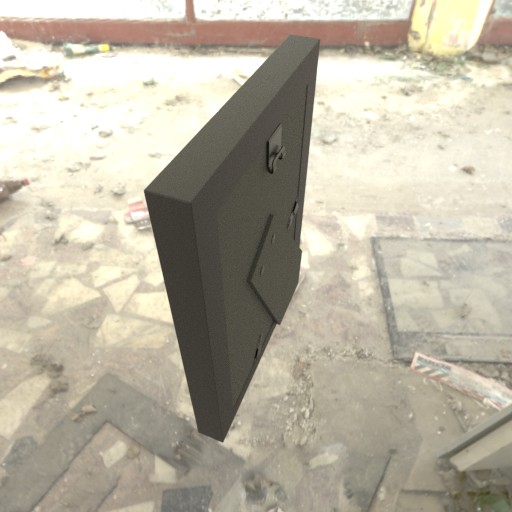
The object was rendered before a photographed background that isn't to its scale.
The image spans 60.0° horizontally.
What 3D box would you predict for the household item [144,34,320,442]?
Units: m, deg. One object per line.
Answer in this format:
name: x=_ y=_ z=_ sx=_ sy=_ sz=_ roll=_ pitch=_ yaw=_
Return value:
household item: x=0.000 y=0.000 z=0.236 sx=0.022 sy=0.178 sz=0.133 roll=16 pitch=48 yaw=15
